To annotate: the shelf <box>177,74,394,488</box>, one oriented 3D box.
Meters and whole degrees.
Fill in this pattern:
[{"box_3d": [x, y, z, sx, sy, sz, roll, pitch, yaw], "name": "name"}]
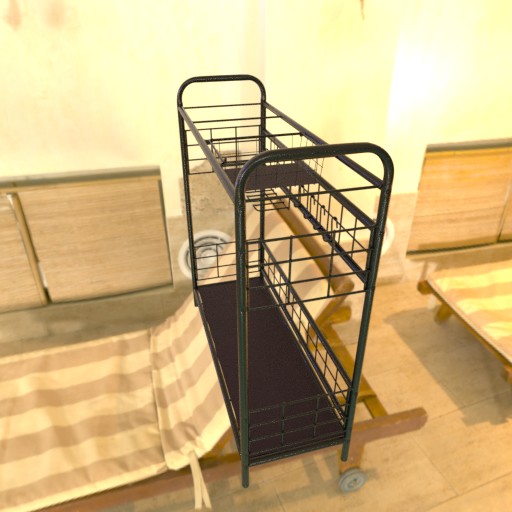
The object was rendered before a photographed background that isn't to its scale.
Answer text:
[{"box_3d": [0.000, 0.000, 1.511, 0.350, 1.026, 0.961, -8, 31, -13], "name": "shelf"}]
